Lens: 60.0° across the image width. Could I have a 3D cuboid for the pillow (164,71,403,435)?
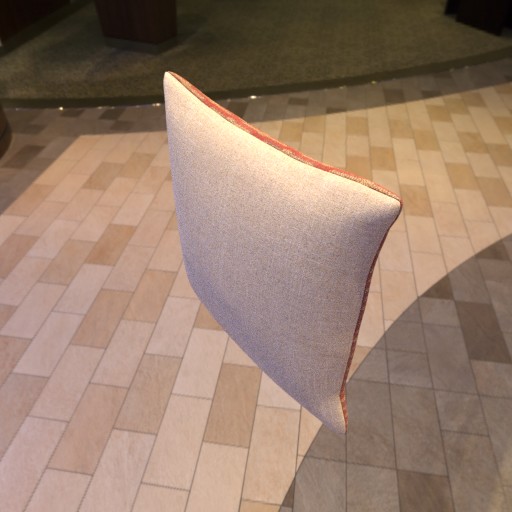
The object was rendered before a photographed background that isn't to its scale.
[{"bbox_3d":[0.000,0.000,0.776,0.182,0.503,0.511,-27,48,-27],"label":"pillow"}]
